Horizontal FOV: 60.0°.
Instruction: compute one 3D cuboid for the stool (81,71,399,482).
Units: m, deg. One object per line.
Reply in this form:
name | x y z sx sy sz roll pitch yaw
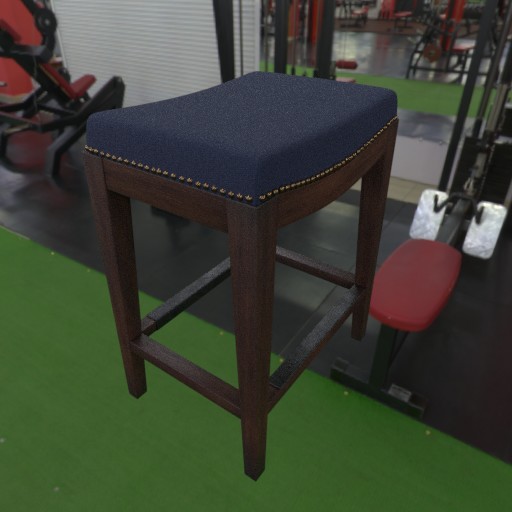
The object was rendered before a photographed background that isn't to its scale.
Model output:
stool | 0.000 0.000 0.933 0.361 0.642 0.500 21 38 29
